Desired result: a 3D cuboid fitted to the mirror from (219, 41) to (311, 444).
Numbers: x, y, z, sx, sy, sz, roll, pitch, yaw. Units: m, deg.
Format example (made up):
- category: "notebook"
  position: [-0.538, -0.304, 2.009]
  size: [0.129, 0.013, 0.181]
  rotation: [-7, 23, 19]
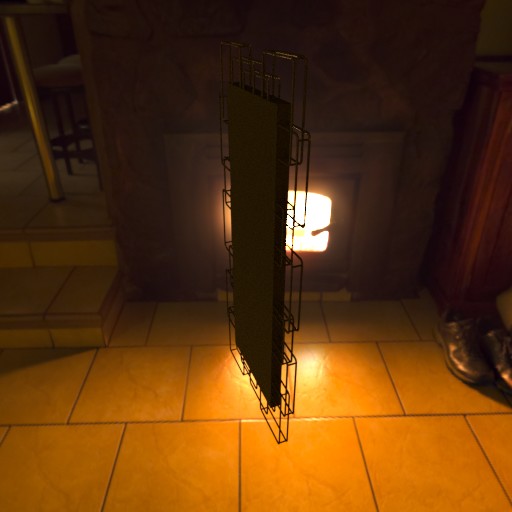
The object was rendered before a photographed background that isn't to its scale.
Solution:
- category: "mirror"
  position: [0.000, 0.000, 1.394]
  size: [0.037, 1.192, 0.565]
  rotation: [-11, 31, -19]
